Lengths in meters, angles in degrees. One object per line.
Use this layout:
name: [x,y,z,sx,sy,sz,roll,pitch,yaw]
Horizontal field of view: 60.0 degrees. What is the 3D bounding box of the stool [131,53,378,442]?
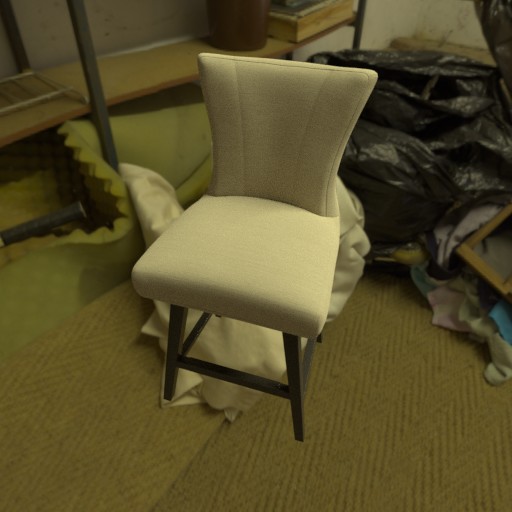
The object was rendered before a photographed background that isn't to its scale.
stool: [0.000,0.000,1.345,0.514,1.000,0.574,12,42,14]
